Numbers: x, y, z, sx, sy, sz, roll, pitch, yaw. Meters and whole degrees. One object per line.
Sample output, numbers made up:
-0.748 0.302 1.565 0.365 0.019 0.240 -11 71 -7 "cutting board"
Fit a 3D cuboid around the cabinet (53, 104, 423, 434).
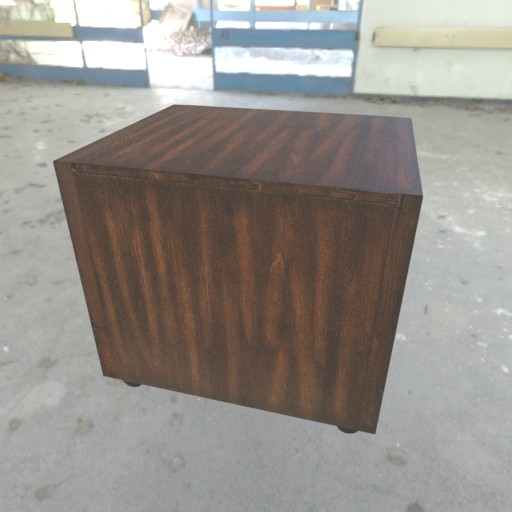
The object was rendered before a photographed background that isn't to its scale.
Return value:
0.000 0.000 0.839 0.500 0.455 0.402 8 31 13 "cabinet"
